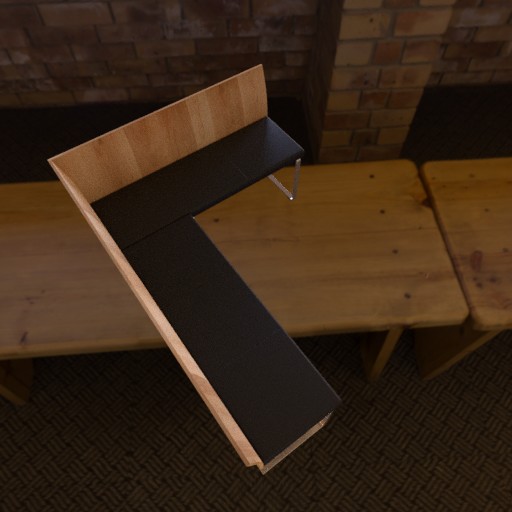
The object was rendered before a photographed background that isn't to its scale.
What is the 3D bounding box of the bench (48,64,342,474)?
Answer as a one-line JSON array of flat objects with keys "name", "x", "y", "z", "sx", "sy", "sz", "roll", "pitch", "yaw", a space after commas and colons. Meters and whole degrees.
[{"name": "bench", "x": 0.000, "y": 0.000, "z": 2.705, "sx": 1.495, "sy": 0.930, "sz": 1.945, "roll": -32, "pitch": 63, "yaw": -18}]
